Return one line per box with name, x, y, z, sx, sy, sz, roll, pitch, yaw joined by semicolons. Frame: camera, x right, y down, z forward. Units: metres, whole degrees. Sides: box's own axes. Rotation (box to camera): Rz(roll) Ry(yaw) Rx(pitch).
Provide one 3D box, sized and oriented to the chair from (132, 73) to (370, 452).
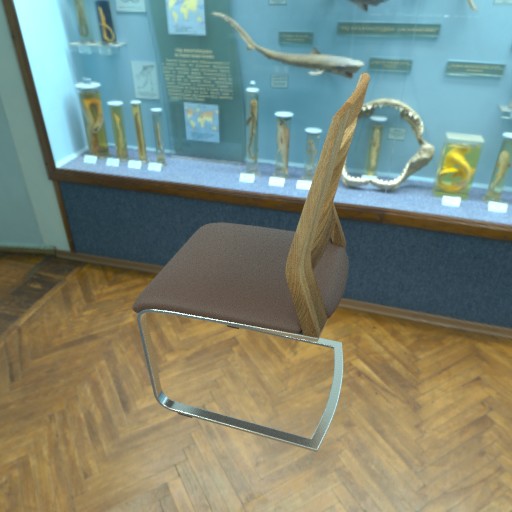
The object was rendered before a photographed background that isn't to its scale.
chair;0.000;0.000;1.254;0.570;0.970;0.460;10;34;15
